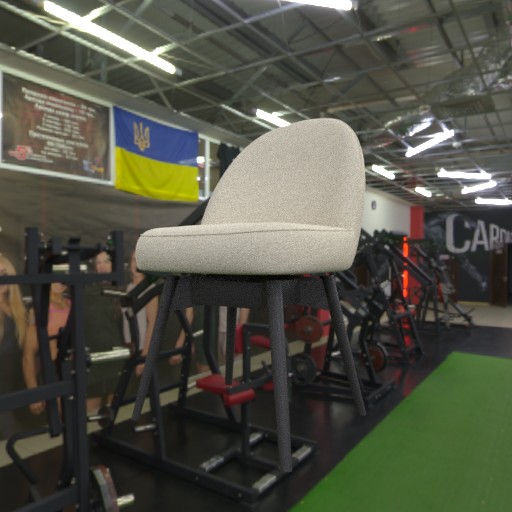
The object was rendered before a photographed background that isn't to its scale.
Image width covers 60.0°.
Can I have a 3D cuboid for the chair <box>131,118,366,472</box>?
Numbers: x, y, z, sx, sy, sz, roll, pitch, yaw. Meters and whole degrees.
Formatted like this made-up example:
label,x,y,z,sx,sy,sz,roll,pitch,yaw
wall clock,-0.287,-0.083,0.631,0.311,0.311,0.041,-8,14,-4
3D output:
label,x,y,z,sx,sy,sz,roll,pitch,yaw
chair,0.000,0.000,1.176,0.532,0.838,0.540,0,0,36
